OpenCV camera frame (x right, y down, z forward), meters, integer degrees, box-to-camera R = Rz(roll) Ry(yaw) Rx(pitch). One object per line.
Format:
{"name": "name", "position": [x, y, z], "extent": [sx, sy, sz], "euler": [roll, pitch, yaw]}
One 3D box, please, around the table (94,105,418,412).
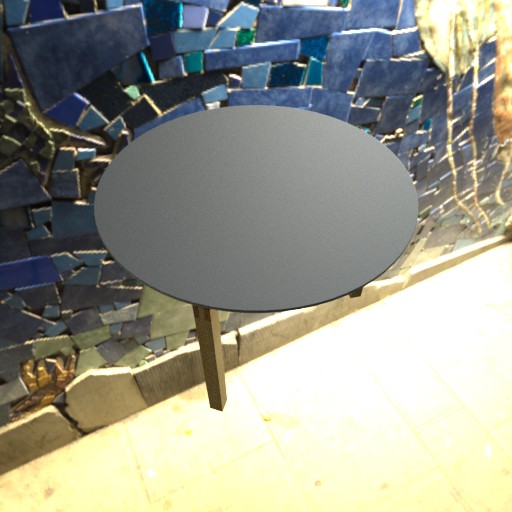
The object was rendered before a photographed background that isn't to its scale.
{"name": "table", "position": [0.000, 0.000, 0.991], "extent": [0.600, 0.405, 0.600], "euler": [0, 47, 0]}
